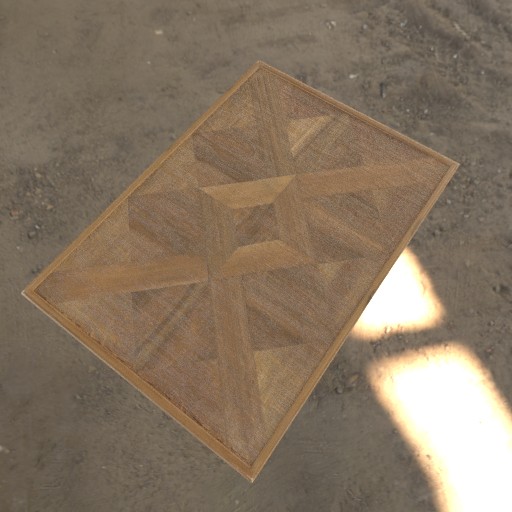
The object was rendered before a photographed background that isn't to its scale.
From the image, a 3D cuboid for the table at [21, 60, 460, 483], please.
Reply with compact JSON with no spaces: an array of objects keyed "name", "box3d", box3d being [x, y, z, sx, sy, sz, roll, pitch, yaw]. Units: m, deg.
[{"name":"table","box3d":[0.000,0.000,1.674,0.877,0.492,1.238,33,69,15]}]
